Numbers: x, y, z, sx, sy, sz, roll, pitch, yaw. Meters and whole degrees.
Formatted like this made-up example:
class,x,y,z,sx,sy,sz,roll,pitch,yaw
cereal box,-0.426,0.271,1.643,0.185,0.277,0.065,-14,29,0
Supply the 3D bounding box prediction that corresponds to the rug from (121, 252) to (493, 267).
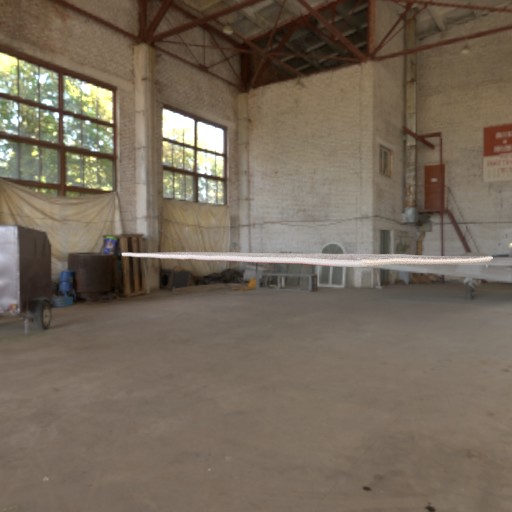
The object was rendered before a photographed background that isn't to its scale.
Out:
class,x,y,z,sx,sy,sz,roll,pitch,yaw
rug,0.000,0.000,2.652,0.832,0.035,2.381,-1,1,-35
